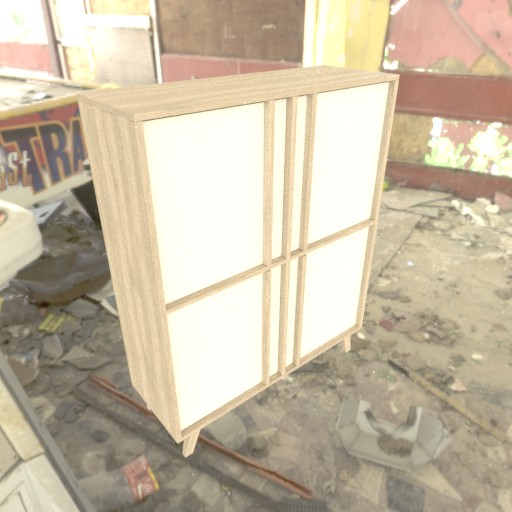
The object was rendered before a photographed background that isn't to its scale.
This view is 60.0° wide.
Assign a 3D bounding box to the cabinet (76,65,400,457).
[{"bbox_3d":[0.000,0.000,1.885,1.111,1.388,0.398,-22,36,-33],"label":"cabinet"}]
